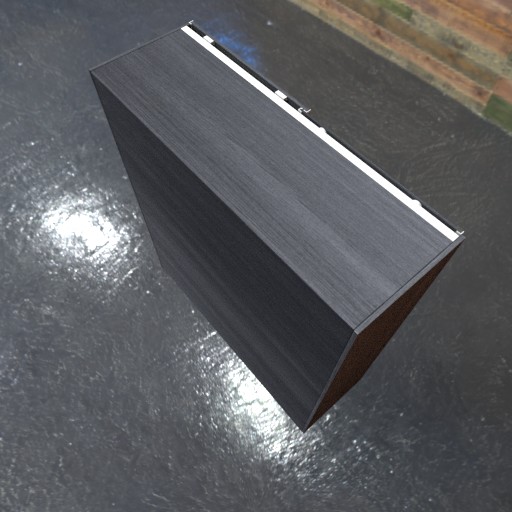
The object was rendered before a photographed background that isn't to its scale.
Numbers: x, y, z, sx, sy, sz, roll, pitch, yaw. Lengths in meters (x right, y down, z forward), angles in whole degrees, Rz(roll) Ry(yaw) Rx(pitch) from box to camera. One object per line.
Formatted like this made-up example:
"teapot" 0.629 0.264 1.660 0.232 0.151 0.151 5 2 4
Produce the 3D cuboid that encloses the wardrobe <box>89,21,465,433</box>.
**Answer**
"wardrobe" 0.000 0.000 2.749 0.629 1.960 1.780 -36 66 -19
